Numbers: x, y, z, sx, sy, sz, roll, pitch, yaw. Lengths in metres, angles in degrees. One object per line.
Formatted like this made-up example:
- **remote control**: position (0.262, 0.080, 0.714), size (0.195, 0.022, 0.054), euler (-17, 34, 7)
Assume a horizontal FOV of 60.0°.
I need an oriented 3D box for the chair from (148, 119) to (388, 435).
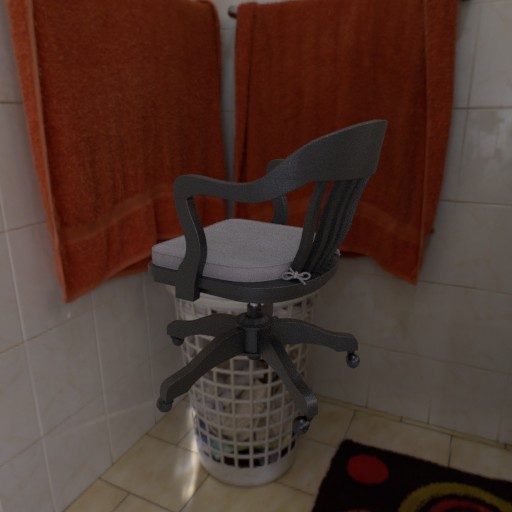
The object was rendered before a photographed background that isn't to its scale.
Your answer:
- **chair**: position (0.000, 0.000, 1.495), size (0.788, 0.878, 0.750), euler (9, 19, 27)
